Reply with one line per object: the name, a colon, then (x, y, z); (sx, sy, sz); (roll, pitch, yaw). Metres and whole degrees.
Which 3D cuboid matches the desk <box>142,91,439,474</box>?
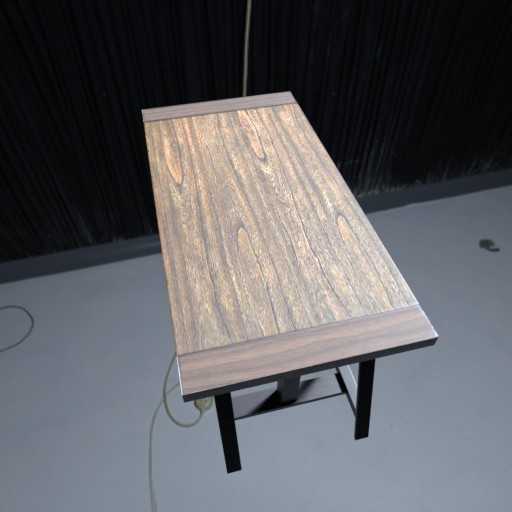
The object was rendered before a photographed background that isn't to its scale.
desk: (0.000, 0.000, 2.018); (0.784, 0.725, 1.543); (-10, 49, -9)
